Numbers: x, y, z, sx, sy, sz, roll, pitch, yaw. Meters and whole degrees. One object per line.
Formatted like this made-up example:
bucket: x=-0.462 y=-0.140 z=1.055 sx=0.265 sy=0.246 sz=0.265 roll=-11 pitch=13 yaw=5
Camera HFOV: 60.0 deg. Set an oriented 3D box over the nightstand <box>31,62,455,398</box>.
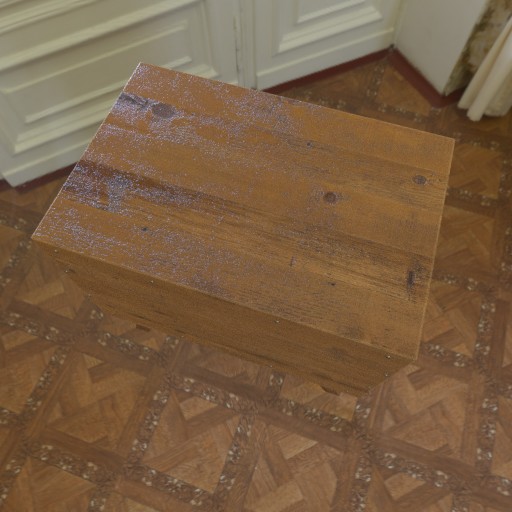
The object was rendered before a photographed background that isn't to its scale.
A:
nightstand: x=0.000 y=0.000 z=1.061 sx=0.650 sy=0.599 sz=0.450 roll=17 pitch=66 yaw=8
